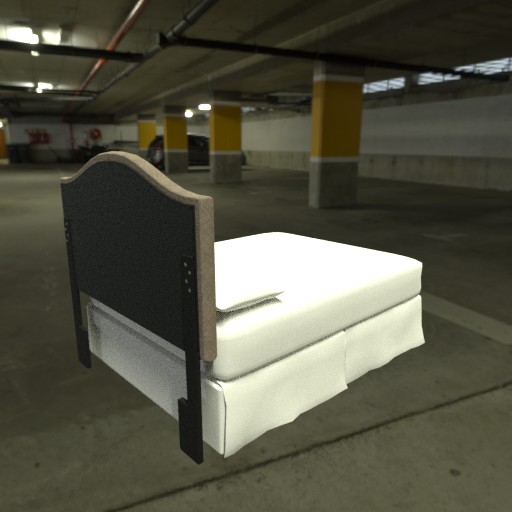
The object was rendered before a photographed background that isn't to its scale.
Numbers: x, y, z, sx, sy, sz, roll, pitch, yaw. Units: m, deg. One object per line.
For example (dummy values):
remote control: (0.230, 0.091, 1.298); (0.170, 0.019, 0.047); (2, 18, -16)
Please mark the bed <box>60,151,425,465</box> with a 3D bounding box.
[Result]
bed: (0.000, 0.000, 3.260); (2.153, 1.518, 1.713); (-13, 19, -41)
